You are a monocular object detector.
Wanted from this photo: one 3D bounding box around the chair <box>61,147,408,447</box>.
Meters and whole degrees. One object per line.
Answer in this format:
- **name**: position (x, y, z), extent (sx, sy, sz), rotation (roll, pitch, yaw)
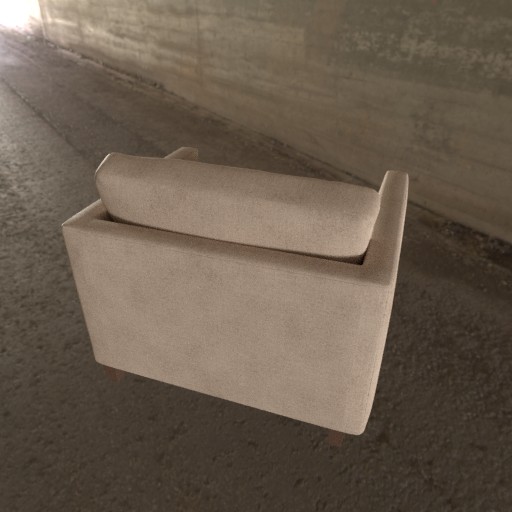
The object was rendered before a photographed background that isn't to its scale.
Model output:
- **chair**: position (0.000, 0.000, 1.873), extent (1.133, 0.961, 0.959), rotation (10, 33, 16)
